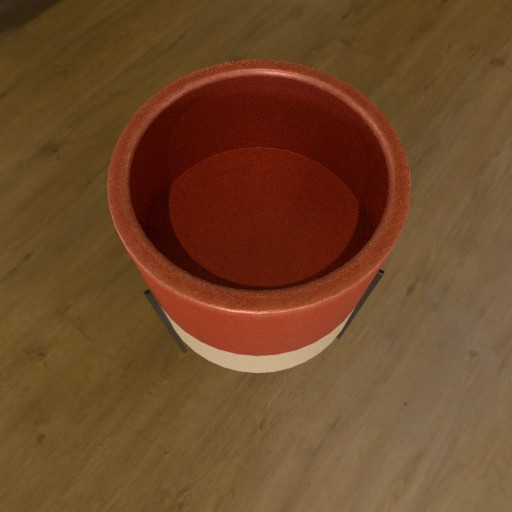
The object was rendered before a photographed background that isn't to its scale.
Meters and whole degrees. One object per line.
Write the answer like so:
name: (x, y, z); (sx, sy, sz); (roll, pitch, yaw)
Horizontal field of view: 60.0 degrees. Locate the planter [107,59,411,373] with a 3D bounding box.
planter: (0.000, 0.000, 0.709); (0.354, 0.465, 0.345); (-33, 69, -14)
